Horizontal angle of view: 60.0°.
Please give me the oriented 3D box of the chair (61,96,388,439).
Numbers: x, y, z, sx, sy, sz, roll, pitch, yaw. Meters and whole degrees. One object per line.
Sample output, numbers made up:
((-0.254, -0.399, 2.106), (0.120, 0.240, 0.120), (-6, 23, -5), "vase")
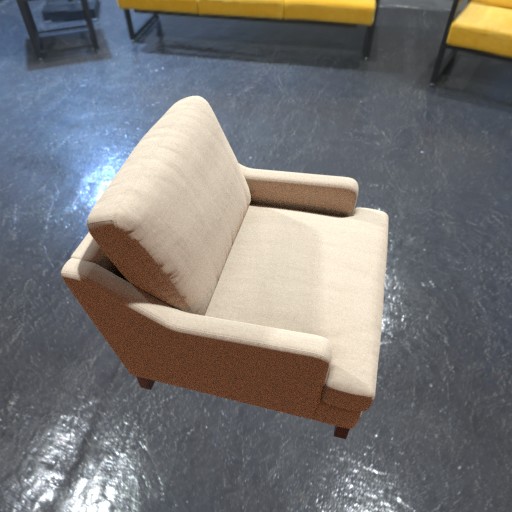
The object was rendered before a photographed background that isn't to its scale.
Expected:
((0.000, 0.000, 1.708), (1.001, 0.916, 0.912), (11, 48, 10), "chair")
